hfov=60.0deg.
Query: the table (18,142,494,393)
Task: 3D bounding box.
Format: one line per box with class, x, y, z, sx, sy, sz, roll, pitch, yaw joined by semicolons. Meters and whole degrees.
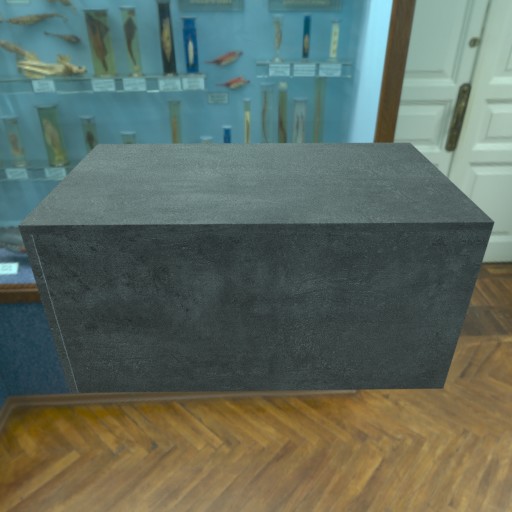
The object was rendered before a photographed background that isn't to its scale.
table;0.000;0.000;0.911;0.700;0.350;0.400;0;31;-1
